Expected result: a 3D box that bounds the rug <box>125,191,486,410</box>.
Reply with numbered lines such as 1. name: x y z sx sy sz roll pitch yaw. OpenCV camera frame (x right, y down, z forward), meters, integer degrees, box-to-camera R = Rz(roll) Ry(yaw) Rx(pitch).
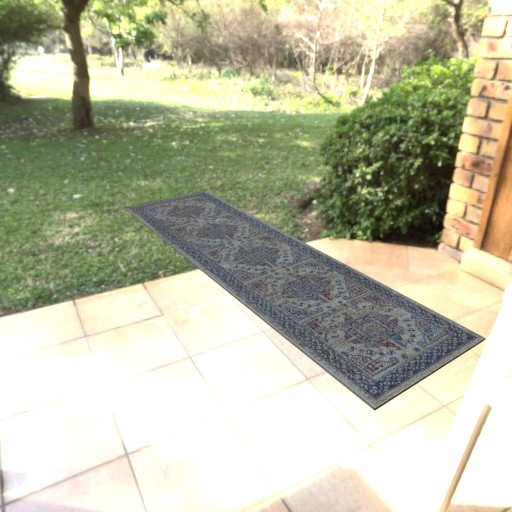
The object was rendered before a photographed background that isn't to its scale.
1. rug: 0.000 0.000 2.464 0.661 0.013 2.297 -17 32 -31
